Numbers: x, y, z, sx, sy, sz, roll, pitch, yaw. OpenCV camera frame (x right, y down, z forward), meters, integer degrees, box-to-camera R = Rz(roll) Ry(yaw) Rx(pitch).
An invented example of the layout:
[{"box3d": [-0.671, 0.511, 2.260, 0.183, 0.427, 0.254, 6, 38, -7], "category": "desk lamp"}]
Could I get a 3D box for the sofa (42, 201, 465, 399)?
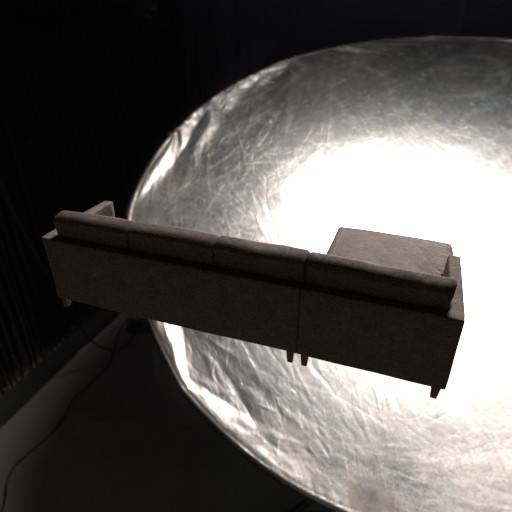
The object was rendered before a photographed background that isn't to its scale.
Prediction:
[{"box3d": [0.000, 0.000, 4.139, 3.471, 0.954, 1.606, 10, 31, 17], "category": "sofa"}]
